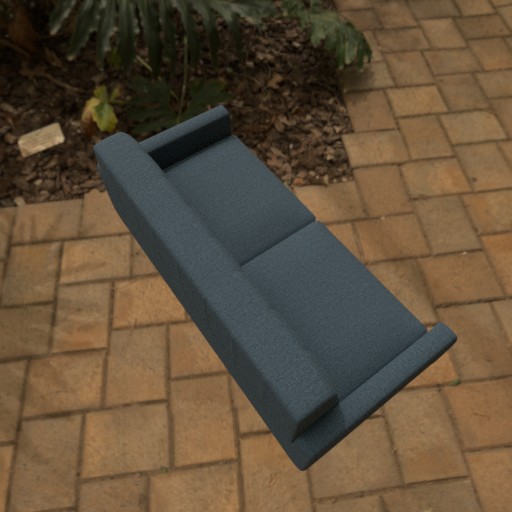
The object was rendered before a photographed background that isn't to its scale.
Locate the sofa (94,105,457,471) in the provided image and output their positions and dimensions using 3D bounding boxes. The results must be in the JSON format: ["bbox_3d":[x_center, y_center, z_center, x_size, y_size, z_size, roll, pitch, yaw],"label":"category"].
[{"bbox_3d":[0.000,0.000,2.543,0.942,0.884,2.055,-32,64,-18],"label":"sofa"}]
